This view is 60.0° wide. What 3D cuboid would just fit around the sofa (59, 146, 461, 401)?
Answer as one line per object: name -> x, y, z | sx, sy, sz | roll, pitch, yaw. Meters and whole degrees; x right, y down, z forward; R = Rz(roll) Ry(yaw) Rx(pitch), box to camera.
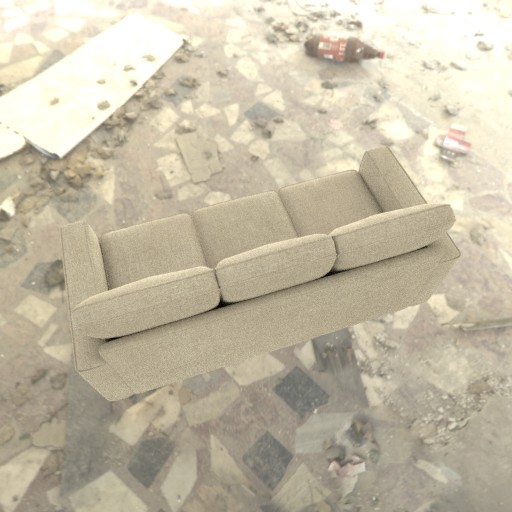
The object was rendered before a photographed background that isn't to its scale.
sofa -> 0.000, 0.000, 2.658 | 2.133, 0.965, 0.939 | -16, 59, -10
